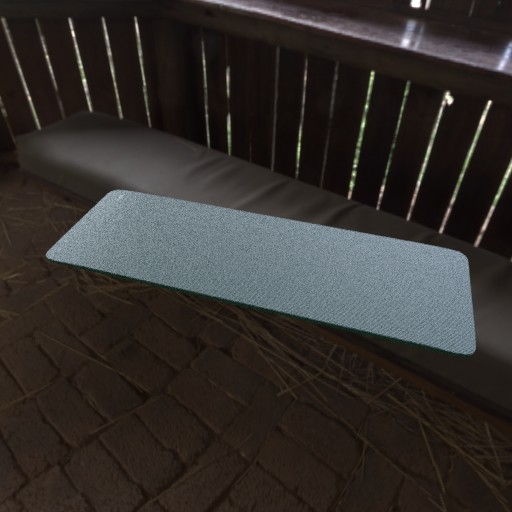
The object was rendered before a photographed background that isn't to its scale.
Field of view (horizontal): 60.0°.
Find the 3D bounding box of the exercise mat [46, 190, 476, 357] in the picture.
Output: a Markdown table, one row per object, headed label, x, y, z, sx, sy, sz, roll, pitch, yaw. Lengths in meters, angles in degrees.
| label | x | y | z | sx | sy | sz | roll | pitch | yaw |
| --- | --- | --- | --- | --- | --- | --- | --- | --- | --- |
| exercise mat | 0.000 | 0.000 | 2.039 | 1.869 | 0.021 | 0.616 | 11 | 42 | 13 |
